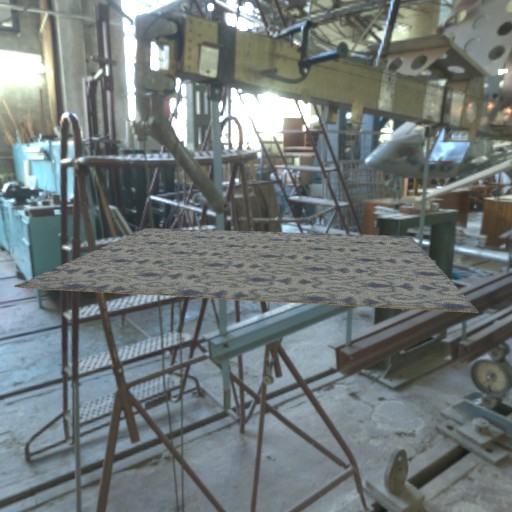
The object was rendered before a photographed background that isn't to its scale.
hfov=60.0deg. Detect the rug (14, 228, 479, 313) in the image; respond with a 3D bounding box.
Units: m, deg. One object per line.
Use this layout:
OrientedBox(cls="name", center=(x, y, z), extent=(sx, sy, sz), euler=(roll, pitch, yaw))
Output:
OrientedBox(cls="rug", center=(0.000, 0.000, 4.152), extent=(3.205, 0.015, 2.437), euler=(2, 14, 9))
